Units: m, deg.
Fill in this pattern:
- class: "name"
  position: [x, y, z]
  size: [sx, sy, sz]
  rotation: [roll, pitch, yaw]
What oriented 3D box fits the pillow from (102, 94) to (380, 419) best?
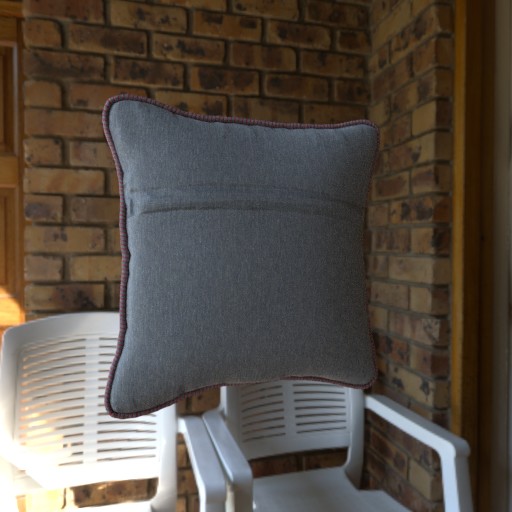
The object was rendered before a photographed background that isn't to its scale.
- class: "pillow"
  position: [0.000, 0.000, 0.739]
  size: [0.482, 0.491, 0.124]
  rotation: [0, 1, -20]
